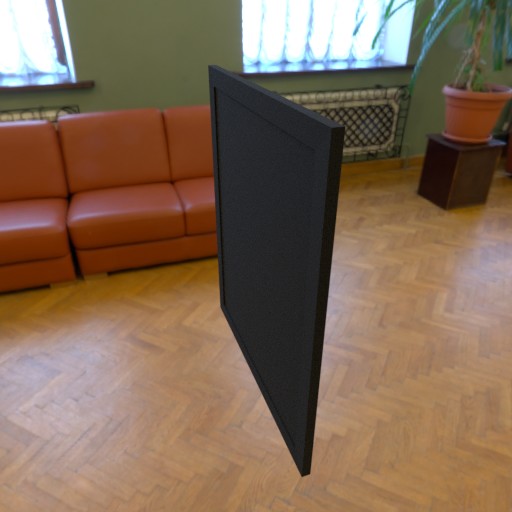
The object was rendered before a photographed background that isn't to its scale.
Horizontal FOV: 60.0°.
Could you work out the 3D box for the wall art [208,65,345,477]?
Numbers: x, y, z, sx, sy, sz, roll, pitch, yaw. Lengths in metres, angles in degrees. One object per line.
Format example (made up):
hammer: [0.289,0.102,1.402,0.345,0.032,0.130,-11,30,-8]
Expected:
wall art: [0.000,0.000,0.499,0.010,0.361,0.311,-10,32,-17]
